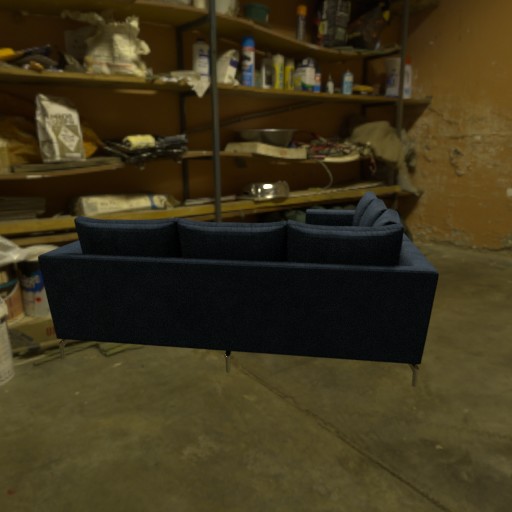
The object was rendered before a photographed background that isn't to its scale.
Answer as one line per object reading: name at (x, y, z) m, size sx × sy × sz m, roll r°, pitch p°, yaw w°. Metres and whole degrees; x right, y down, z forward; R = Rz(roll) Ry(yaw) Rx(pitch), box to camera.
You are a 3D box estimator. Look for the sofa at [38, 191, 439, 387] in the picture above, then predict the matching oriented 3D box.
sofa at (0.000, 0.000, 3.896) m, size 2.463 × 0.988 × 2.472 m, roll 2°, pitch 14°, yaw 9°
